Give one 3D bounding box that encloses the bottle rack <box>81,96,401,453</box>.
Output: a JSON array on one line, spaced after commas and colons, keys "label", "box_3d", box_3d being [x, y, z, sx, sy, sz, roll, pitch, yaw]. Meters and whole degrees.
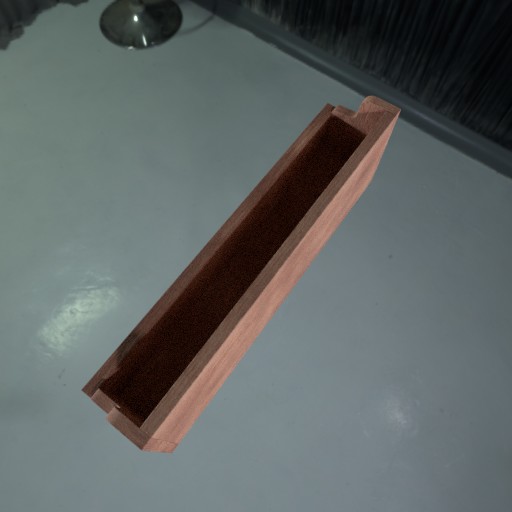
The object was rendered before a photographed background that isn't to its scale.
[{"label": "bottle rack", "box_3d": [0.000, 0.000, 0.700, 0.126, 0.196, 0.608, 33, 69, 14]}]
